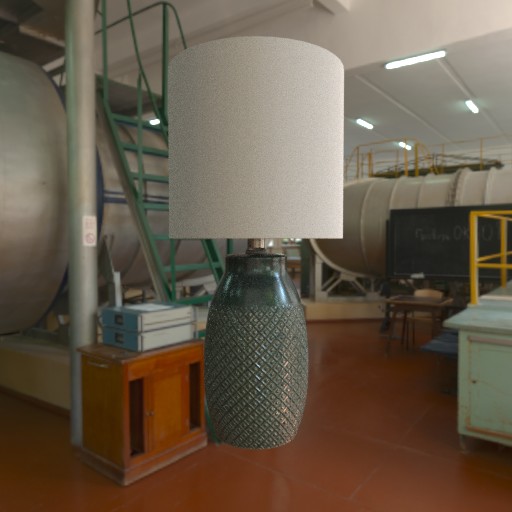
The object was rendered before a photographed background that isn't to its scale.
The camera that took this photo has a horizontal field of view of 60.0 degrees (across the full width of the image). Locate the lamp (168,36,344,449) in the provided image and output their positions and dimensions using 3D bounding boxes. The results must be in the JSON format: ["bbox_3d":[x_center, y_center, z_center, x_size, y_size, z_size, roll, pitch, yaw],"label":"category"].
[{"bbox_3d":[0.000,0.000,0.564,0.217,0.453,0.217,-1,2,-18],"label":"lamp"}]
